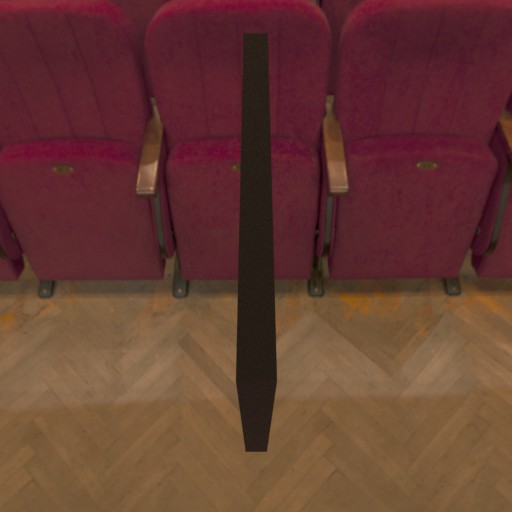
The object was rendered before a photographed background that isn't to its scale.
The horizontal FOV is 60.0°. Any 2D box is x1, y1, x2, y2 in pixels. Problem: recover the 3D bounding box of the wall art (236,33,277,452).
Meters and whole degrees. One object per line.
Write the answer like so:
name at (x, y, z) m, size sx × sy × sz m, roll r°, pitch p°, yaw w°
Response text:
wall art at (0.000, 0.000, 0.540) m, size 0.028 × 0.325 × 0.397 m, roll 0°, pitch 58°, yaw 0°
